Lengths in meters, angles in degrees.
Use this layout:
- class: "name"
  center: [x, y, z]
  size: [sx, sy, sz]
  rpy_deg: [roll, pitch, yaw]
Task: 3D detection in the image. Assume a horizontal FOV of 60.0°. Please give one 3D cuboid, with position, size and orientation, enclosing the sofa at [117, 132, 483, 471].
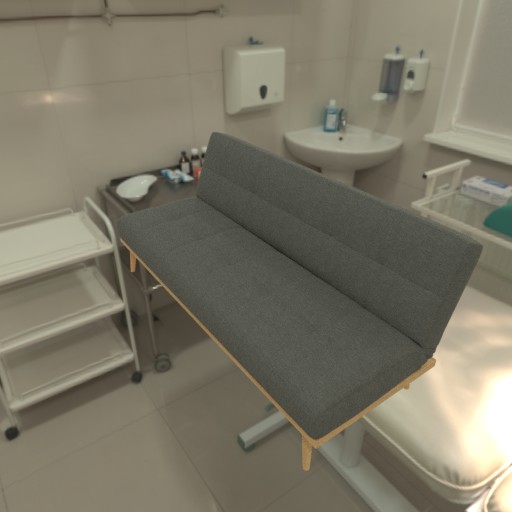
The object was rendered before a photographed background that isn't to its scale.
- class: "sofa"
  center: [0.000, 0.000, 2.234]
  size: [0.820, 0.770, 1.820]
  rpy_deg: [-20, 37, -30]
